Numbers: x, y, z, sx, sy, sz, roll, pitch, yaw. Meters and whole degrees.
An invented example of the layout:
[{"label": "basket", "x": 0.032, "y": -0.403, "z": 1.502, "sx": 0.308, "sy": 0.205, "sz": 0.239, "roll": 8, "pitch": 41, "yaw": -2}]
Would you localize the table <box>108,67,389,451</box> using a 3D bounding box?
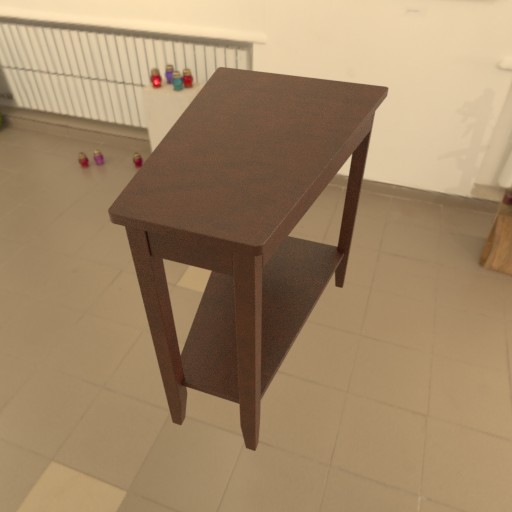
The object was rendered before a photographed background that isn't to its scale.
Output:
[{"label": "table", "x": 0.000, "y": 0.000, "z": 0.988, "sx": 0.399, "sy": 0.589, "sz": 0.605, "roll": 13, "pitch": 43, "yaw": 14}]
